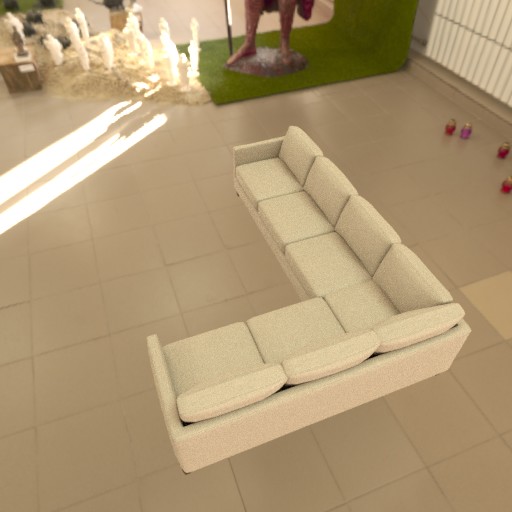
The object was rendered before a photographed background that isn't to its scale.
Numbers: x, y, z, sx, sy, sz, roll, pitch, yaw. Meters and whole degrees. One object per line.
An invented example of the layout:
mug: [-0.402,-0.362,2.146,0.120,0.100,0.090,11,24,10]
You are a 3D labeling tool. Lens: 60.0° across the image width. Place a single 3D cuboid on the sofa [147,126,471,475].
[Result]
sofa: [0.000,0.000,4.505,2.522,0.934,3.333,-16,47,-15]
